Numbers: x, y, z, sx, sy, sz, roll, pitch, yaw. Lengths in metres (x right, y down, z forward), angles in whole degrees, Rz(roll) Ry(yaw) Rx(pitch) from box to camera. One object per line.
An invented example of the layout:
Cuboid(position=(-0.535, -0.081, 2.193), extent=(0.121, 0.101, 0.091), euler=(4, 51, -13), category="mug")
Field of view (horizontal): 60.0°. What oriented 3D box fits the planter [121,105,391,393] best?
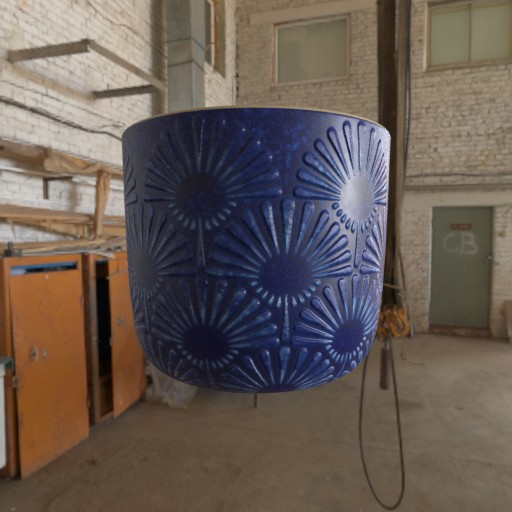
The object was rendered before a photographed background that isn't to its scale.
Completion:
Cuboid(position=(0.000, 0.000, 0.215), extent=(0.124, 0.109, 0.124), euler=(0, 2, 0), category="planter")
